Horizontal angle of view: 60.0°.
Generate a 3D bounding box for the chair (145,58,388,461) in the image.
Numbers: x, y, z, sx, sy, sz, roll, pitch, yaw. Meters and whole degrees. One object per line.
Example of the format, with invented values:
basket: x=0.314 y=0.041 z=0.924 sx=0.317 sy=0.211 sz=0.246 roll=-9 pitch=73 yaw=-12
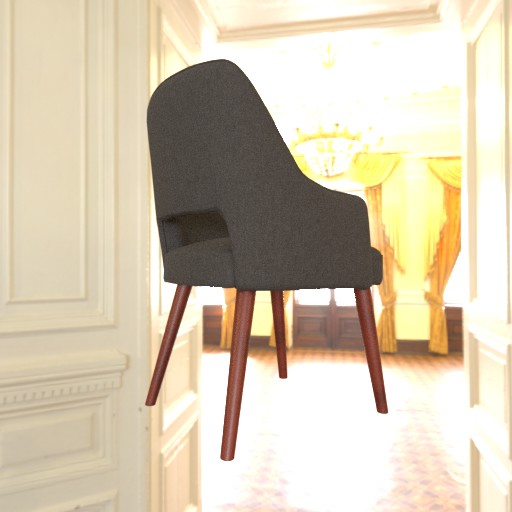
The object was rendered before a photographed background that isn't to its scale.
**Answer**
chair: x=0.000 y=0.000 z=1.212 sx=0.560 sy=0.838 sz=0.559 roll=0 pitch=-1 yaw=-35
